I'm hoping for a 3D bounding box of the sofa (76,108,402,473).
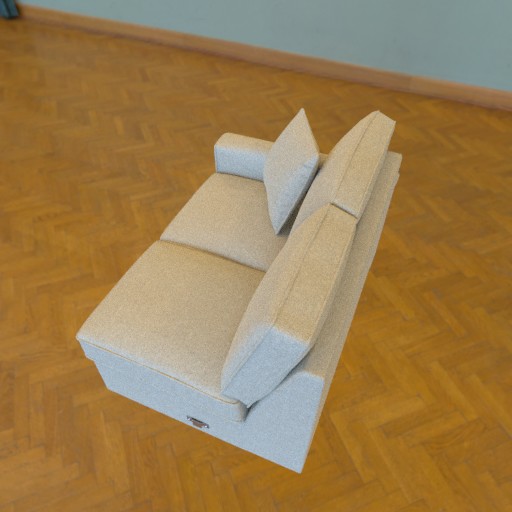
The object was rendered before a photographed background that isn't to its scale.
[{"bbox_3d":[0.000,0.000,2.022,0.991,0.989,1.388,17,49,16],"label":"sofa"}]
